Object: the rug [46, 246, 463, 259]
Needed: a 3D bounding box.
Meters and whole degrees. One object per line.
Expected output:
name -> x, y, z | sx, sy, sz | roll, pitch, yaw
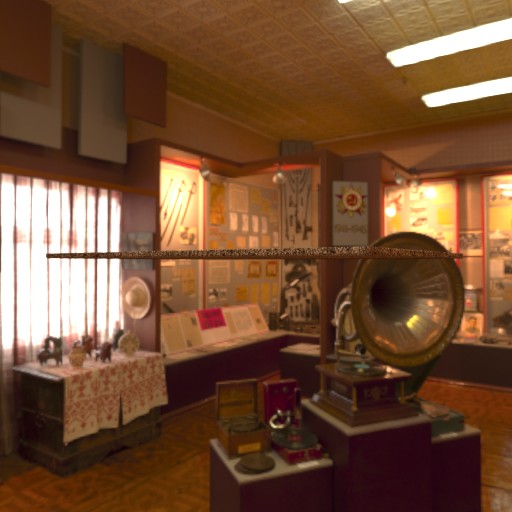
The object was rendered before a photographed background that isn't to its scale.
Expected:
rug -> 0.000, 0.000, 2.116 | 1.601, 0.025, 1.198 | -1, -1, 36
